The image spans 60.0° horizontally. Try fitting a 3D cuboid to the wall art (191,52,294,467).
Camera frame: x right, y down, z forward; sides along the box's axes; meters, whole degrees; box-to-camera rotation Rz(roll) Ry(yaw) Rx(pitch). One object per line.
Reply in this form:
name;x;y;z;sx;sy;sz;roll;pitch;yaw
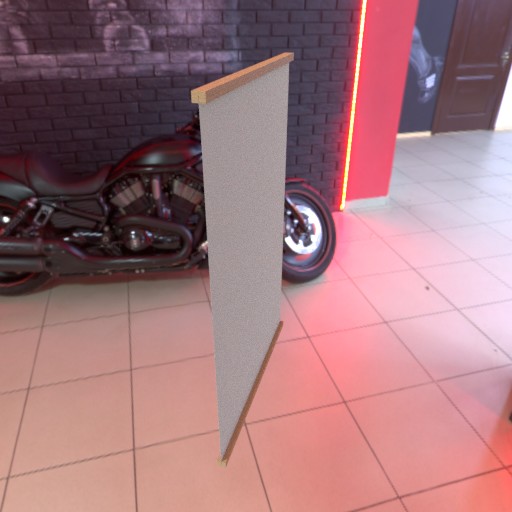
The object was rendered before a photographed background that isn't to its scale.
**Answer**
wall art;0.000;0.000;1.910;0.040;1.510;0.991;9;31;15
